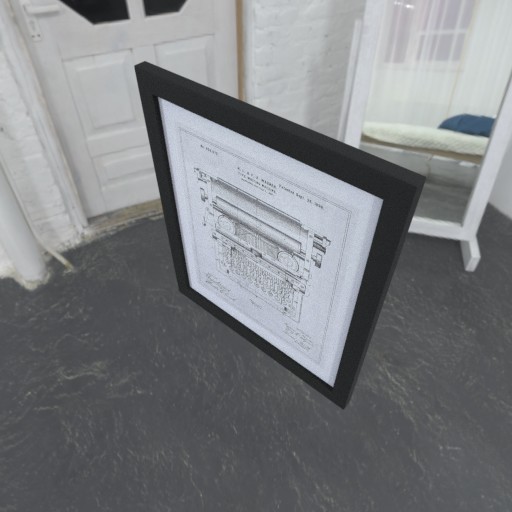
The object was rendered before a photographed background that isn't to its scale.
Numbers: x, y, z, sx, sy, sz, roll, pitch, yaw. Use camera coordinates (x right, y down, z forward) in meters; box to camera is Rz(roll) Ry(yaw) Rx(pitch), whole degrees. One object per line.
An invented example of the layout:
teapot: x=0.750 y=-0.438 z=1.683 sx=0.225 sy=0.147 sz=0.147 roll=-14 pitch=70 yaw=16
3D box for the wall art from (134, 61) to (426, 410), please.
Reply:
wall art: x=0.000 y=0.000 z=0.721 sx=0.432 sy=0.508 sz=0.021 roll=31 pitch=54 yaw=26
